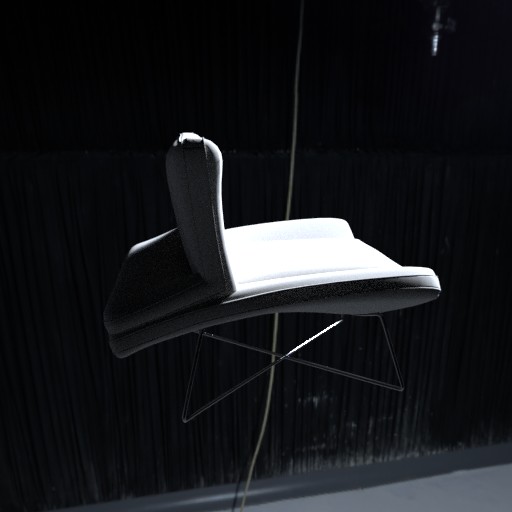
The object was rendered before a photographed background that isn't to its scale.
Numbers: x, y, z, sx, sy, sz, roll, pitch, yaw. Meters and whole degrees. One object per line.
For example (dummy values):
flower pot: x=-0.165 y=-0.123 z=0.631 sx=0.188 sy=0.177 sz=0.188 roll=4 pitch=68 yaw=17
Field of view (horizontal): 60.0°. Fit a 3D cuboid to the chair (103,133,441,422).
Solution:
chair: x=0.000 y=0.000 z=1.615 sx=1.008 sy=0.855 sz=0.859 roll=-3 pitch=17 yaw=-9
